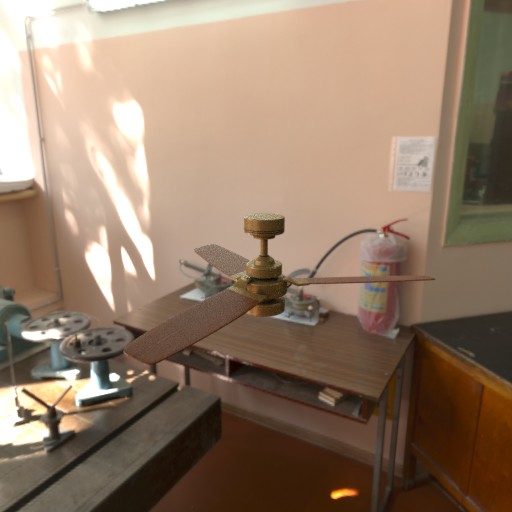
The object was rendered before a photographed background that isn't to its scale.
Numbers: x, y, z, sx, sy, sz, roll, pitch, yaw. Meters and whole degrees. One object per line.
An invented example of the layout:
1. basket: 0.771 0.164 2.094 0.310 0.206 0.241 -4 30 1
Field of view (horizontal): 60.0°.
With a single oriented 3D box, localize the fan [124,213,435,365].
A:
1. fan: 0.000 0.000 2.073 1.416 0.425 1.271 -7 16 -25
